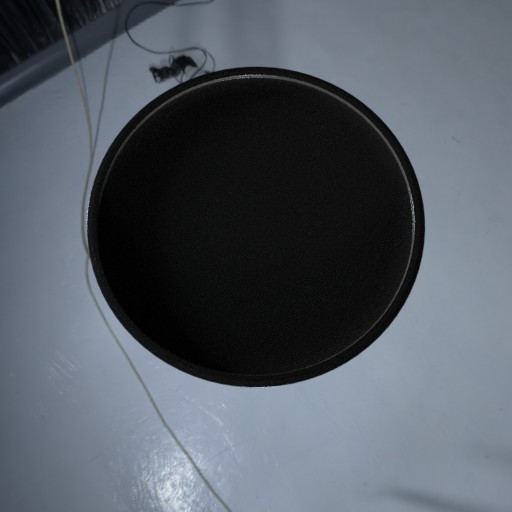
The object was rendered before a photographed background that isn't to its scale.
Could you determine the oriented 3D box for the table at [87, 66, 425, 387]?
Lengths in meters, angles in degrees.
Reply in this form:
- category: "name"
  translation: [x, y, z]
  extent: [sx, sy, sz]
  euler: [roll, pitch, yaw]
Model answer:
- category: "table"
  translation: [0.000, 0.000, 0.914]
  extent: [0.500, 0.531, 0.500]
  euler: [0, 76, 0]
